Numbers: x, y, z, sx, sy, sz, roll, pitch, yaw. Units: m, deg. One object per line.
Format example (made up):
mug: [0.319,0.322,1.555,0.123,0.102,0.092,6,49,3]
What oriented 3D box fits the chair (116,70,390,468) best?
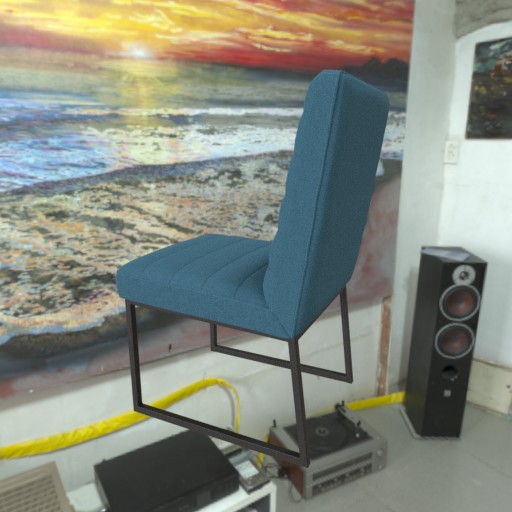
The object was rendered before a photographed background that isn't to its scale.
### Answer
chair: [0.000,0.000,1.298,0.634,0.930,0.520,7,16,25]
